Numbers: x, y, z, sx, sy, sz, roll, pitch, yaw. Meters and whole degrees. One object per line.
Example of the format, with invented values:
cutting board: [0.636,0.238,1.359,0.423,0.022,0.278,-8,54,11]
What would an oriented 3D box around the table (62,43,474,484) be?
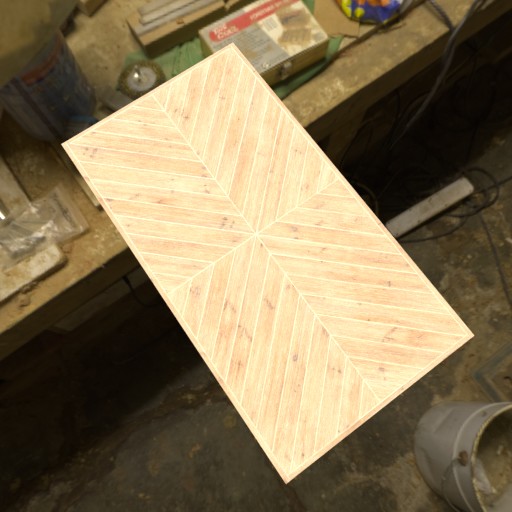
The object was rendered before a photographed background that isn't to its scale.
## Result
table: [0.000,0.000,2.361,0.991,0.762,1.803,-34,78,-8]
